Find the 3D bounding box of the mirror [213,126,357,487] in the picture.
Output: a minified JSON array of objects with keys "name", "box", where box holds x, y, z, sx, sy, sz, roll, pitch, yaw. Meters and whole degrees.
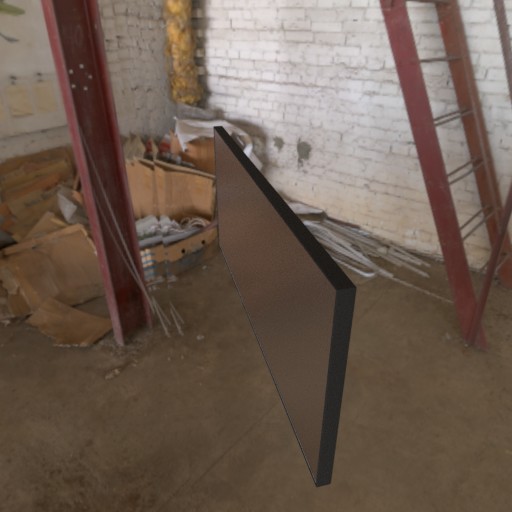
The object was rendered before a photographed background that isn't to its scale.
[{"name":"mirror","box":[0.000,0.000,1.802,0.047,0.692,1.584,-7,30,-13]}]
